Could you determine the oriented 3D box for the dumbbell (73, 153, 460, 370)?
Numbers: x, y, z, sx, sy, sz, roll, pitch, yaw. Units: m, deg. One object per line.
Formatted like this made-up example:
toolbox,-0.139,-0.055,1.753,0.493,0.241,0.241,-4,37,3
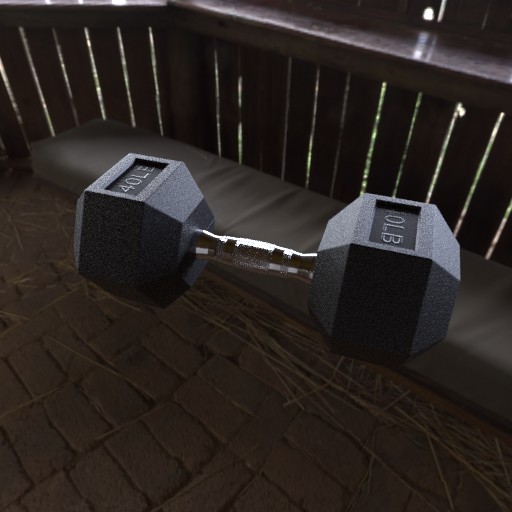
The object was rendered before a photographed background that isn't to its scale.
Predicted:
dumbbell,0.000,0.000,0.442,0.361,0.137,0.157,12,41,14
